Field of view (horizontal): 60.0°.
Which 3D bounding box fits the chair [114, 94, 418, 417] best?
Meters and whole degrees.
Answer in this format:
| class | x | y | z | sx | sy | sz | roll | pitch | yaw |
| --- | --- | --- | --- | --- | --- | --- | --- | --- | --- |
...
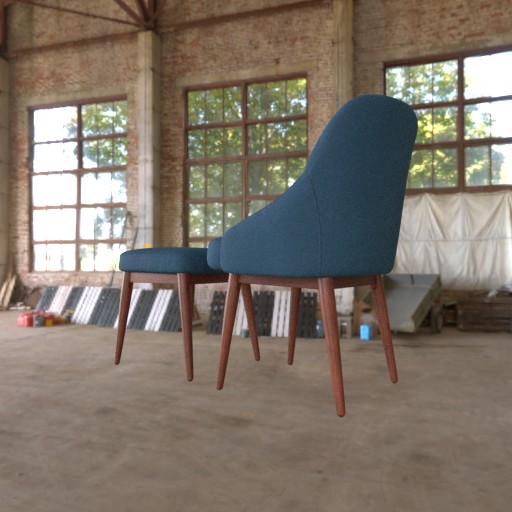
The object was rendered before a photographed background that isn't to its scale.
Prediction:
| class | x | y | z | sx | sy | sz | roll | pitch | yaw |
| --- | --- | --- | --- | --- | --- | --- | --- | --- | --- |
| chair | 0.000 | 0.000 | 1.606 | 1.114 | 0.866 | 0.584 | 0 | -1 | 37 |
